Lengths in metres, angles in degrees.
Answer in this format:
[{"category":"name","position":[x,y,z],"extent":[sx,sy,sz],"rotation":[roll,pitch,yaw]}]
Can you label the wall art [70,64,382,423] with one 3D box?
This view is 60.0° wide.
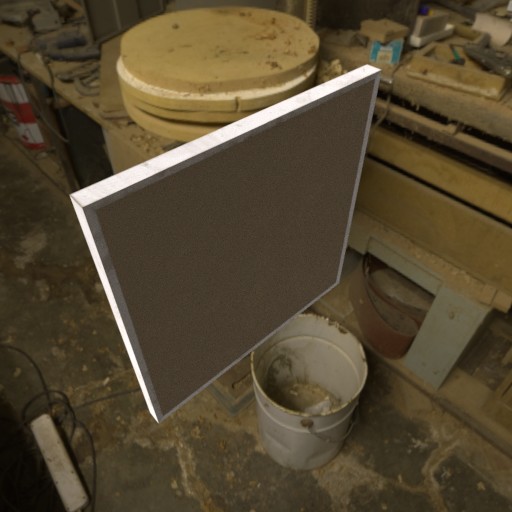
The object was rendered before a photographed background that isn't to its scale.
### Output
[{"category":"wall art","position":[0.000,0.000,0.761],"extent":[0.508,0.506,0.029],"rotation":[-33,54,-28]}]
